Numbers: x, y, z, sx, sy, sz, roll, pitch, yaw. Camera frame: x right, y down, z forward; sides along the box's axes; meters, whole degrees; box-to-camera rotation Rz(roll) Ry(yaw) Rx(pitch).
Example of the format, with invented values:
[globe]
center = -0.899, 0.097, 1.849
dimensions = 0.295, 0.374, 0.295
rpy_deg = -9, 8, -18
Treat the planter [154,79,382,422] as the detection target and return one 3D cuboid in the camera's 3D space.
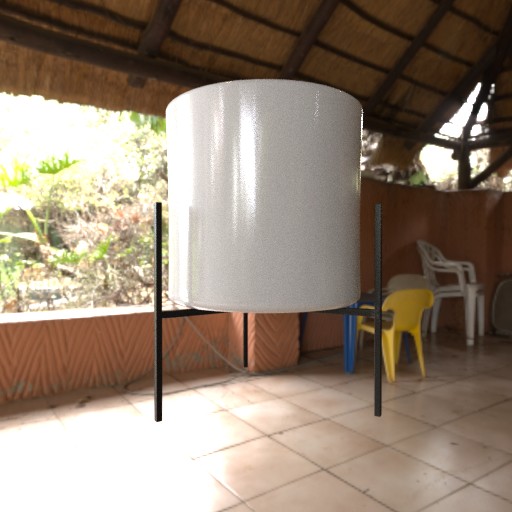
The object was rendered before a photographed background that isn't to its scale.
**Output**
[planter]
center = 0.000, 0.000, 0.748
dimensions = 0.361, 0.480, 0.360
rpy_deg = 0, 1, -36
